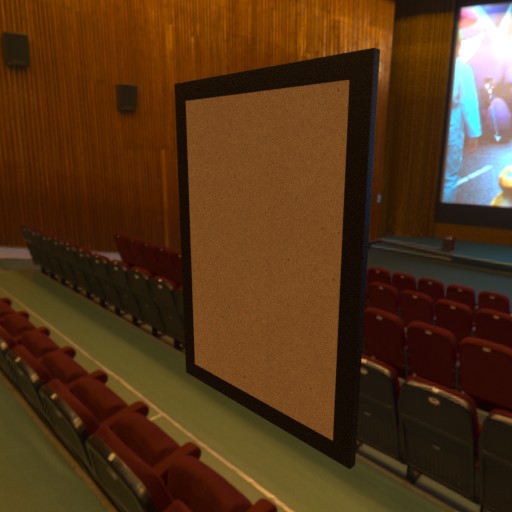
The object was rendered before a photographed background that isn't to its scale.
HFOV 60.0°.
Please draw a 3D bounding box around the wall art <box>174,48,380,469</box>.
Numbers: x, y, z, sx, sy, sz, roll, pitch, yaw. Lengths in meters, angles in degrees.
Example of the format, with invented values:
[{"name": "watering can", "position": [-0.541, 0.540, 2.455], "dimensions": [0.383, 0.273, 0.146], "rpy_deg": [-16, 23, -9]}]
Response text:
[{"name": "wall art", "position": [0.000, 0.000, 0.681], "dimensions": [0.013, 0.534, 0.381], "rpy_deg": [-13, 19, -43]}]
